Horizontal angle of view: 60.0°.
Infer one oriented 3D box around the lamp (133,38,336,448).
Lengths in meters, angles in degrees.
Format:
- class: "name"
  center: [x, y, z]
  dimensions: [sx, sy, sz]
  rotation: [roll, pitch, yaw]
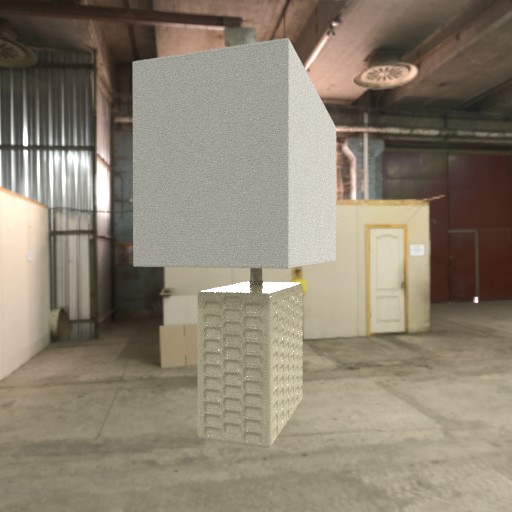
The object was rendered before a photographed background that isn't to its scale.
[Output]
- class: "lamp"
  center: [0.000, 0.000, 0.704]
  dimensions: [0.200, 0.515, 0.380]
  rotation: [0, 1, 18]
